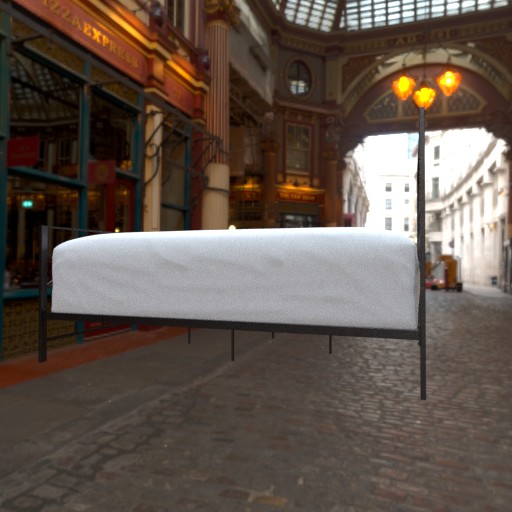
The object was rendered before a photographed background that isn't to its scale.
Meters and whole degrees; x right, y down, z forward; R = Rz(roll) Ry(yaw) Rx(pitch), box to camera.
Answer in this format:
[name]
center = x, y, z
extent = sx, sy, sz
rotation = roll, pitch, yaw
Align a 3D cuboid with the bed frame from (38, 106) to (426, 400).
[bed frame]
center = 0.000, 0.000, 2.939
extent = 2.063, 1.222, 1.597
rotation = 0, -1, 20
